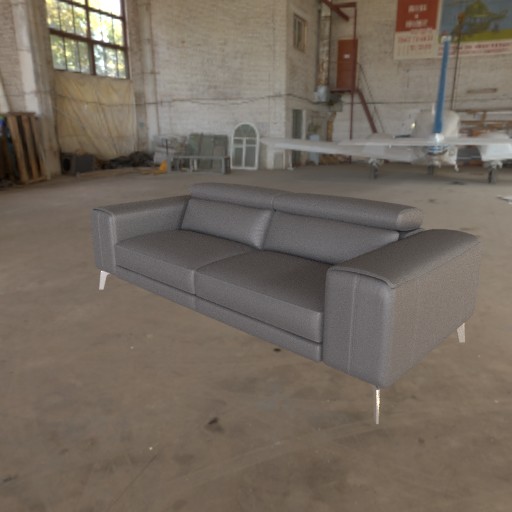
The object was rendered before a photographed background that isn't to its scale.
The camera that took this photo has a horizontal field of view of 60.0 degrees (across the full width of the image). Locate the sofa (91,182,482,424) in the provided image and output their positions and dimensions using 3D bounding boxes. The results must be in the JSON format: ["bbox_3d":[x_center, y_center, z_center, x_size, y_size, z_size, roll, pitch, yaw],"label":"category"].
[{"bbox_3d":[0.000,0.000,2.766,2.321,0.759,1.023,15,22,41],"label":"sofa"}]
